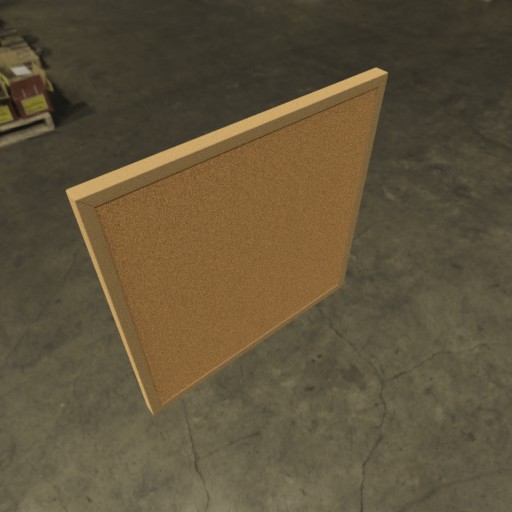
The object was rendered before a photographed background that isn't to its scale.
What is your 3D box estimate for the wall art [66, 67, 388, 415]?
[{"bbox_3d":[0.000,0.000,1.144,0.761,0.761,0.037,-30,53,-26],"label":"wall art"}]
